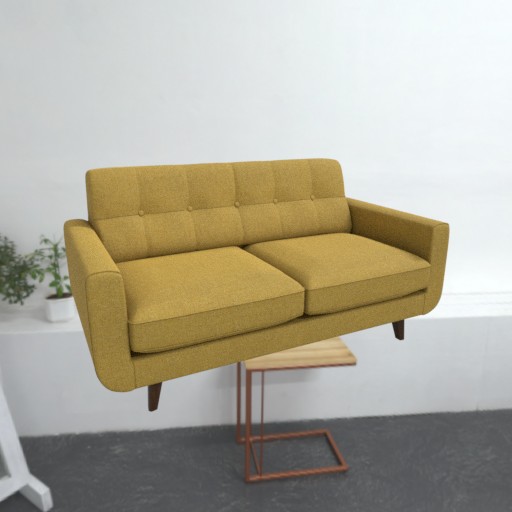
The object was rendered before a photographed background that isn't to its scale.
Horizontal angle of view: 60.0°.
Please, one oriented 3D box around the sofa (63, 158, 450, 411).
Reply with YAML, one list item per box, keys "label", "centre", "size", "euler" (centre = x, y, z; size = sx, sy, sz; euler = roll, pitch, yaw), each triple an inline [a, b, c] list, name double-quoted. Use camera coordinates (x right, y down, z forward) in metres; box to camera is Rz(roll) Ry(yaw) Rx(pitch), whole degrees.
- label: "sofa"
  centre: [0.000, 0.000, 2.135]
  size: [1.631, 0.841, 0.909]
  euler: [-8, 19, -26]
